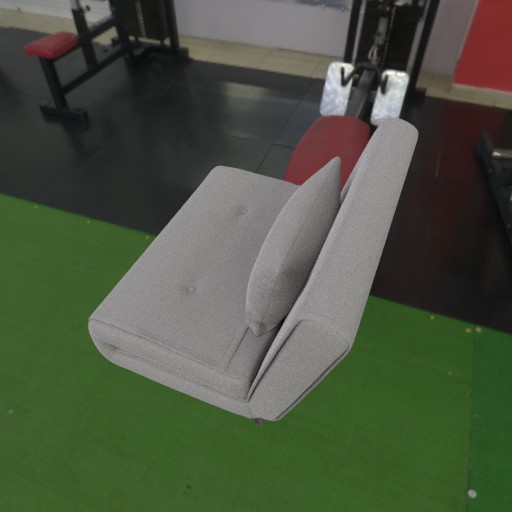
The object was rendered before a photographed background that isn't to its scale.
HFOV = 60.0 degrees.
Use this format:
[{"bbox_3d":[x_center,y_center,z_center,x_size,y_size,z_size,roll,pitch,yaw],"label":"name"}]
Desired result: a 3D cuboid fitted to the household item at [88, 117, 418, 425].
[{"bbox_3d":[0.000,0.000,1.668,0.874,0.800,1.000,17,49,16],"label":"household item"}]
